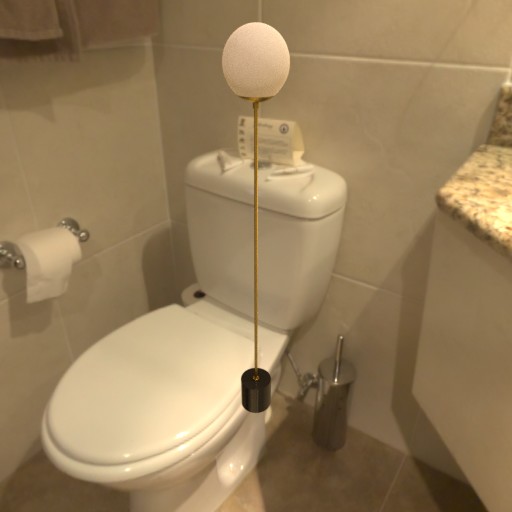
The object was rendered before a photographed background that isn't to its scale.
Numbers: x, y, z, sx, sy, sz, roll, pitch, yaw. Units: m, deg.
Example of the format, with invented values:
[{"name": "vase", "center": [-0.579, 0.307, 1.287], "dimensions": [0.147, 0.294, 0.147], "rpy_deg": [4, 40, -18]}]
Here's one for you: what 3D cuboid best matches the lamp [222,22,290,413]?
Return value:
[{"name": "lamp", "center": [0.000, 0.000, 1.873], "dimensions": [0.229, 1.748, 0.229], "rpy_deg": [-1, 30, -2]}]
